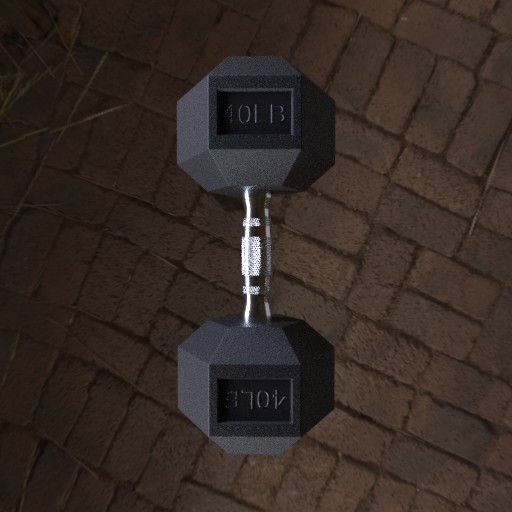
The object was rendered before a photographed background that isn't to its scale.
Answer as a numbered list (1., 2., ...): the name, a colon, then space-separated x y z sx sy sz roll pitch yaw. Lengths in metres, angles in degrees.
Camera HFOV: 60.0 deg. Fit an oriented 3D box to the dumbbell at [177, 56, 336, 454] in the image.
1. dumbbell: 0.000 0.000 0.443 0.157 0.137 0.361 0 91 1
